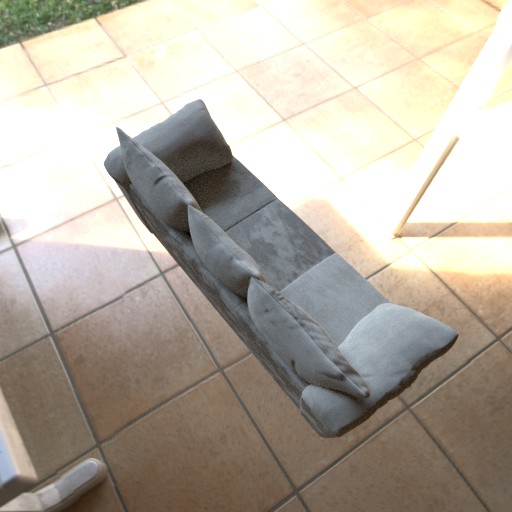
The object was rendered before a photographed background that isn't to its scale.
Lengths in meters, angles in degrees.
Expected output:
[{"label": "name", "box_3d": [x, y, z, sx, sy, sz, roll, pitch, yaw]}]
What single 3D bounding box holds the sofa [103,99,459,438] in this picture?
[{"label": "sofa", "box_3d": [0.000, 0.000, 2.880, 0.893, 0.981, 2.377, -35, 65, -19]}]
